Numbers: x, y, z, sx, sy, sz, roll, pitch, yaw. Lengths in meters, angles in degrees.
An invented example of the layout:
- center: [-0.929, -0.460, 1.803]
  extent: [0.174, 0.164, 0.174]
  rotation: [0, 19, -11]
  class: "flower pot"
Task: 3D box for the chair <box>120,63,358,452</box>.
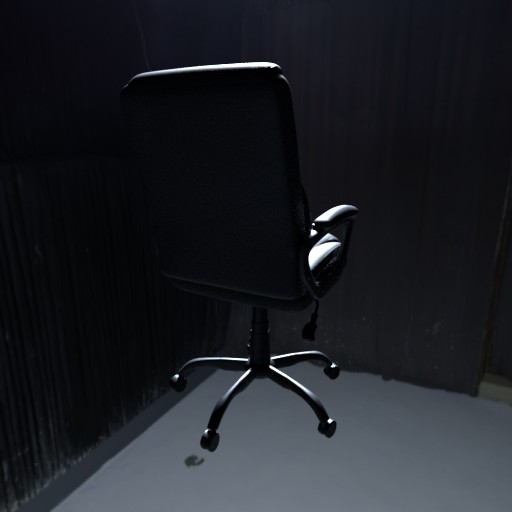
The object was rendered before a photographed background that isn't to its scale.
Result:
- center: [0.000, 0.000, 1.430]
  extent: [0.615, 1.072, 0.655]
  rotation: [9, 18, 28]
  class: "chair"
